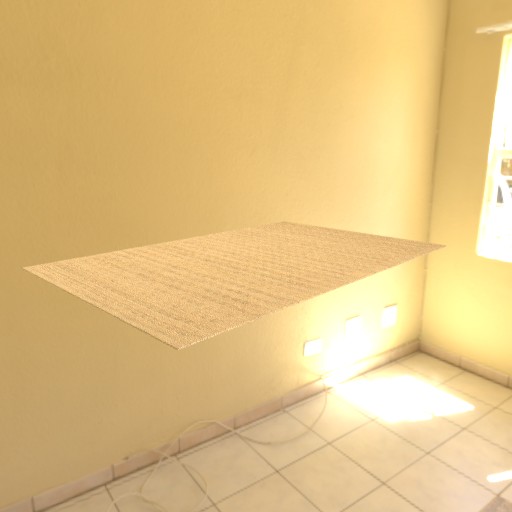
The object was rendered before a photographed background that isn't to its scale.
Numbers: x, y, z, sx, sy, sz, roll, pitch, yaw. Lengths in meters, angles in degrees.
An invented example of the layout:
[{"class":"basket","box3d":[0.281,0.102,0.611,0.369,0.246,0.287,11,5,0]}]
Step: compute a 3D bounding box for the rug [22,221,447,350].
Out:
[{"class":"rug","box3d":[0.000,0.000,2.154,1.142,0.006,1.752,13,19,43]}]
